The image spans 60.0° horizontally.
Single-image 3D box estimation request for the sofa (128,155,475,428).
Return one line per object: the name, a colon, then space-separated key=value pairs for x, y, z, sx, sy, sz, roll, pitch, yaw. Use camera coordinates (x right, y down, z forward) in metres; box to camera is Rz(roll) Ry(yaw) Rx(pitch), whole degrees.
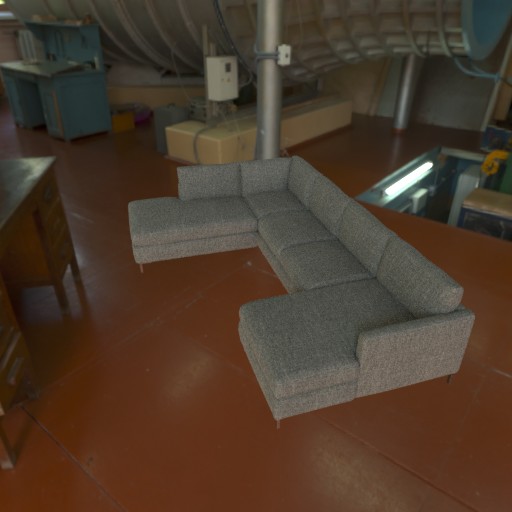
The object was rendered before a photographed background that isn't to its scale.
sofa: x=0.000 y=0.000 z=3.541 sx=1.879 sy=0.756 sz=2.737 roll=-9 pitch=31 yaw=-15
